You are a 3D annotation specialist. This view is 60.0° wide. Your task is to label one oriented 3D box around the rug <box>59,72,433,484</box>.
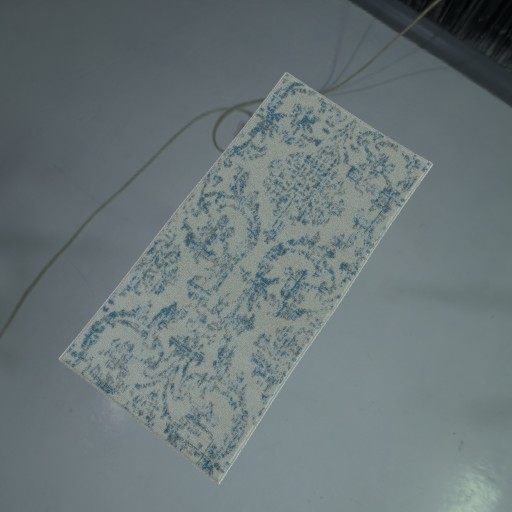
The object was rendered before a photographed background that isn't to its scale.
[{"bbox_3d":[0.000,0.000,1.418,0.605,0.007,1.220,35,79,8],"label":"rug"}]
